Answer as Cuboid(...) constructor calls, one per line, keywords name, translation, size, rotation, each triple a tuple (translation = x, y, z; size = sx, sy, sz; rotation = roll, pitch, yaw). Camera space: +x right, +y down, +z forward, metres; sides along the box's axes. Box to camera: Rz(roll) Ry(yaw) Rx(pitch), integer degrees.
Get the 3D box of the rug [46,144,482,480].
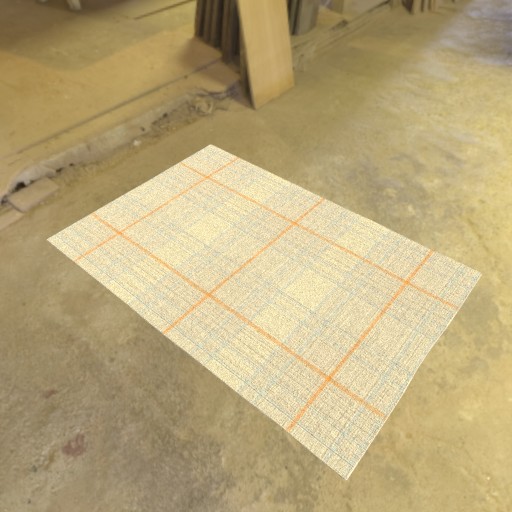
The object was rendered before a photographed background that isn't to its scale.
Cuboid(name="rug", translation=(0.000, 0.000, 2.223), size=(1.825, 0.015, 1.232), rotation=(31, 53, 27))
